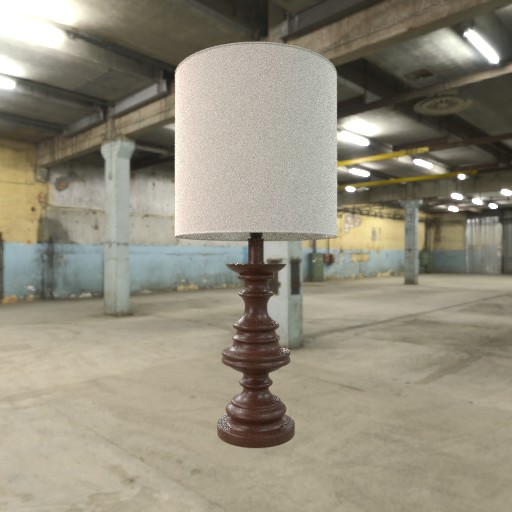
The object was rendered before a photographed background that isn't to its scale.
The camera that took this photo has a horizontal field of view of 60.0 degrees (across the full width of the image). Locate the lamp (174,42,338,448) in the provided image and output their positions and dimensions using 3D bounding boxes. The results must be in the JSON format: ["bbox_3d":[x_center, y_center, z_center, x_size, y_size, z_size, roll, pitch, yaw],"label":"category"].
[{"bbox_3d":[0.000,0.000,0.575,0.208,0.455,0.208,0,-1,-17],"label":"lamp"}]
